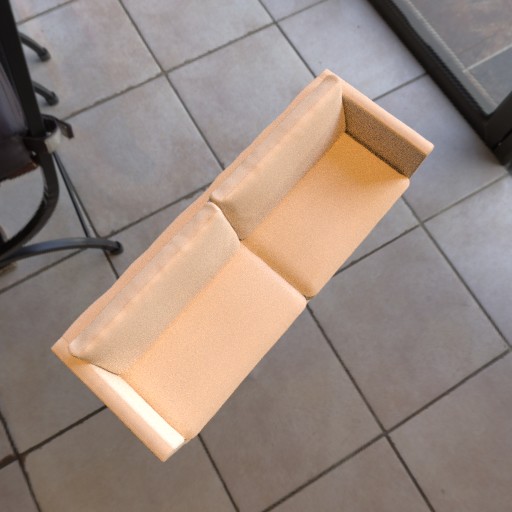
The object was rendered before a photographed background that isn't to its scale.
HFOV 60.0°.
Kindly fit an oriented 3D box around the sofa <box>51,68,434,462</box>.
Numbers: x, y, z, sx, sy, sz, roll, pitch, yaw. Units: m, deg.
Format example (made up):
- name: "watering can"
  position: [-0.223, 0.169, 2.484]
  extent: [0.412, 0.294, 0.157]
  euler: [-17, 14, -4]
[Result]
- name: "sofa"
  position: [0.000, 0.000, 3.263]
  extent: [1.036, 0.999, 2.779]
  euler: [40, 78, 10]
